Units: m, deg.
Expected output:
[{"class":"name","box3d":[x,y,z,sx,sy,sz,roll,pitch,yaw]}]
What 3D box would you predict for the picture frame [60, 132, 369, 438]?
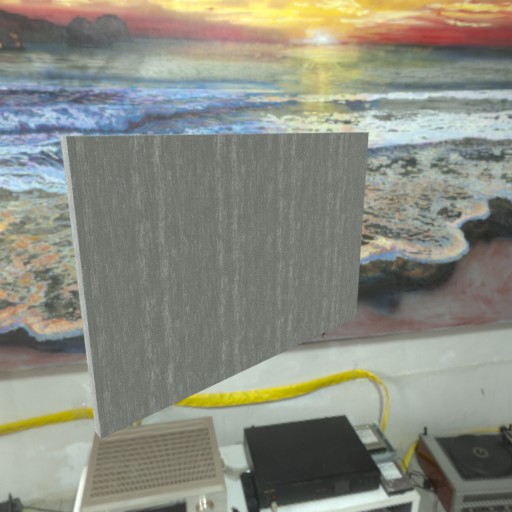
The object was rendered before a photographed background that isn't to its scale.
[{"class":"picture frame","box3d":[0.000,0.000,1.202,0.950,0.640,0.029,-14,22,-41]}]
